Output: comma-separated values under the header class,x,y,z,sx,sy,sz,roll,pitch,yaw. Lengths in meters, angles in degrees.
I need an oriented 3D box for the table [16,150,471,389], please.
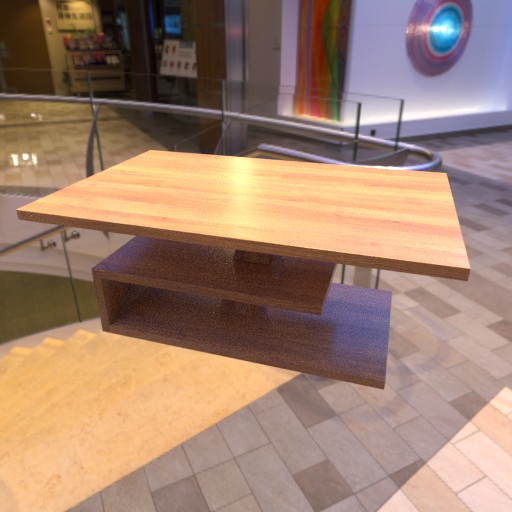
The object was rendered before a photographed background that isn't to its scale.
class,x,y,z,sx,sy,sz,roll,pitch,yaw
table,0.000,0.000,1.412,1.100,0.442,0.700,8,28,16
